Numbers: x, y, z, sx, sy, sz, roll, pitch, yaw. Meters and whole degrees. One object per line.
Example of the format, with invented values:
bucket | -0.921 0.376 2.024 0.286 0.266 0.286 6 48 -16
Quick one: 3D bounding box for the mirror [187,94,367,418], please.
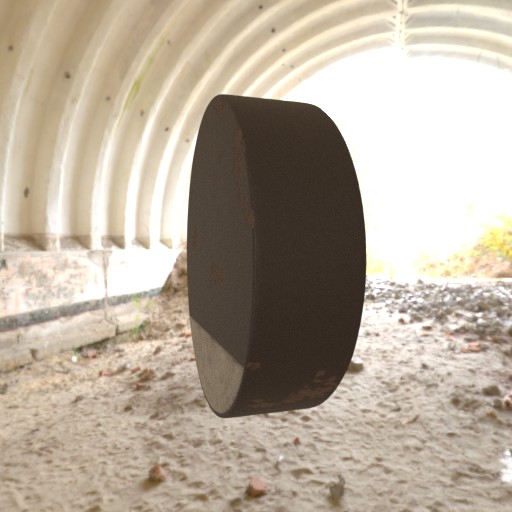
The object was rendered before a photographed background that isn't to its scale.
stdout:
mirror | 0.000 0.000 0.575 0.126 0.386 0.386 0 1 -17
